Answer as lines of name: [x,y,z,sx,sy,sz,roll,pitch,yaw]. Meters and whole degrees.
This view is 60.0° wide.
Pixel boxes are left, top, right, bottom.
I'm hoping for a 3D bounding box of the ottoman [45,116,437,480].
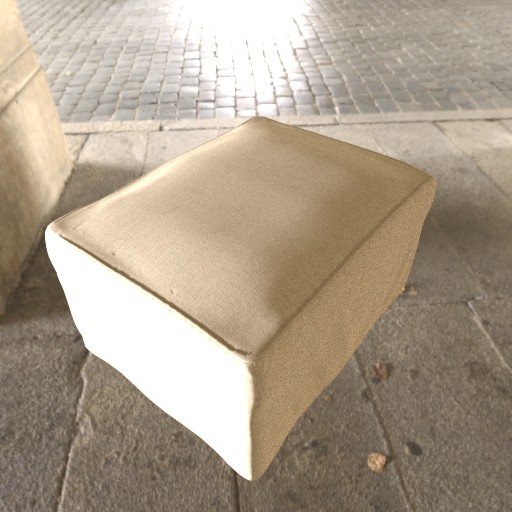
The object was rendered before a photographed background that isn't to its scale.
ottoman: [0.000,0.000,1.235,0.650,0.485,0.833,27,47,28]
